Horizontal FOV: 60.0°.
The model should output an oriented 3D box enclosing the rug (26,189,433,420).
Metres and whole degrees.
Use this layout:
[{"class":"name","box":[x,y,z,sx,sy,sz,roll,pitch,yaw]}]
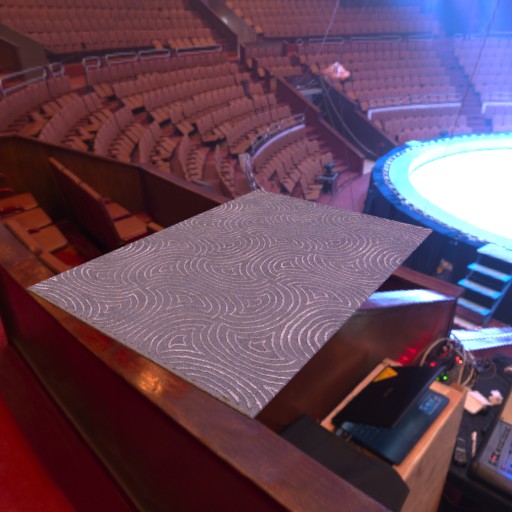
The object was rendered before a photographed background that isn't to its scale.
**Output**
[{"class":"rug","box":[0.000,0.000,2.785,1.543,0.015,2.144,18,32,32]}]
